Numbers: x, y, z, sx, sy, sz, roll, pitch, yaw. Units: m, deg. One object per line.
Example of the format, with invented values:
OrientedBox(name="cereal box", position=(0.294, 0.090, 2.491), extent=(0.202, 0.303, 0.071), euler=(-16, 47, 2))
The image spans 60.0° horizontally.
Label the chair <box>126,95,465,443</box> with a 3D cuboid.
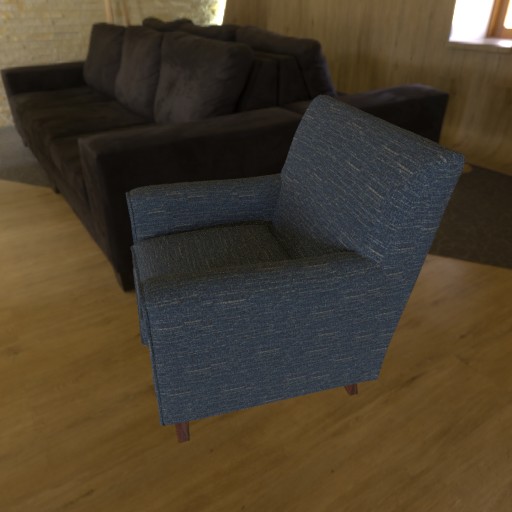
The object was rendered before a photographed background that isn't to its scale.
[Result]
OrientedBox(name="chair", position=(0.000, 0.000, 1.601), extent=(0.873, 0.928, 0.864), euler=(-9, 31, -14))
